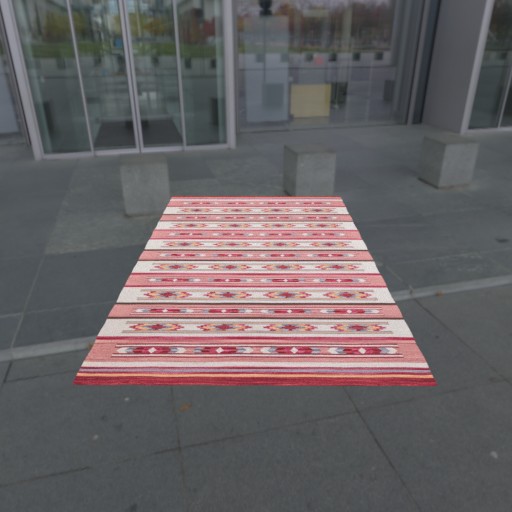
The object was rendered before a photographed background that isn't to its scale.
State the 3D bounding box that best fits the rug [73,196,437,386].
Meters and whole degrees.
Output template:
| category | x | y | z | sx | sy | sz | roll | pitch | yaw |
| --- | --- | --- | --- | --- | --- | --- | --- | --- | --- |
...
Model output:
| category | x | y | z | sx | sy | sz | roll | pitch | yaw |
| --- | --- | --- | --- | --- | --- | --- | --- | --- | --- |
| rug | 0.000 | 0.000 | 2.943 | 1.535 | 0.010 | 2.431 | 0 | 26 | 0 |
